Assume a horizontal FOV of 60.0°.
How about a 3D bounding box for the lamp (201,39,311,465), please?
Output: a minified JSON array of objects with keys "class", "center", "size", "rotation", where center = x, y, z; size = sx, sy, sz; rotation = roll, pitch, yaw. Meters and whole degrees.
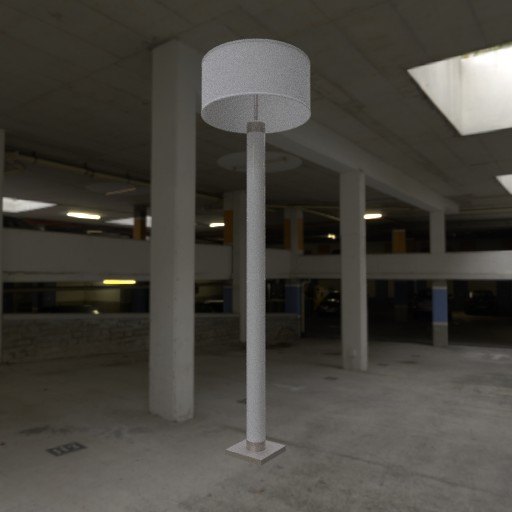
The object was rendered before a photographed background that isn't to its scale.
[{"class":"lamp","center":[0.000,0.000,1.682],"size":[0.420,1.475,0.420],"rotation":[-2,-3,36]}]
